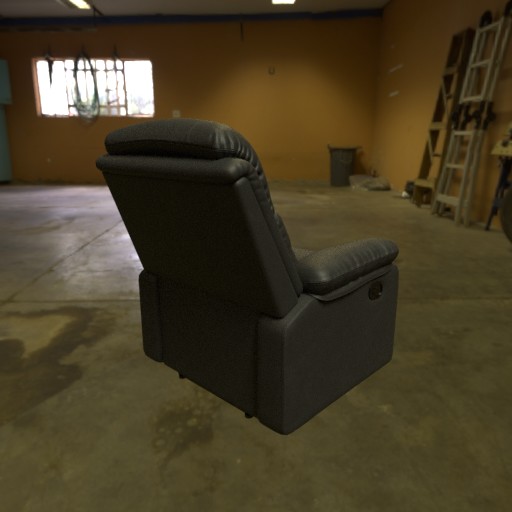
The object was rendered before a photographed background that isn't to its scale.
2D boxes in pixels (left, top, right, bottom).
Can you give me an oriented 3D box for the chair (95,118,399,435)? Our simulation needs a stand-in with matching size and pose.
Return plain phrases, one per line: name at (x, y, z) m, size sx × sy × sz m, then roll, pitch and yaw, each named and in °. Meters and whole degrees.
chair at (0.000, 0.000, 1.712) m, size 0.855 × 0.992 × 0.919 m, roll 14°, pitch 20°, yaw 42°
